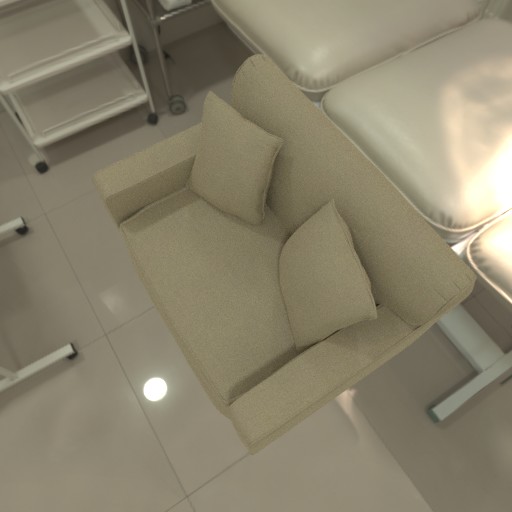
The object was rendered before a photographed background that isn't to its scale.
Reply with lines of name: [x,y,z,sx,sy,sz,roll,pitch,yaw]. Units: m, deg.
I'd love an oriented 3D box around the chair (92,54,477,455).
chair: [0.000,0.000,2.028,1.000,0.948,1.383,-30,67,-14]
